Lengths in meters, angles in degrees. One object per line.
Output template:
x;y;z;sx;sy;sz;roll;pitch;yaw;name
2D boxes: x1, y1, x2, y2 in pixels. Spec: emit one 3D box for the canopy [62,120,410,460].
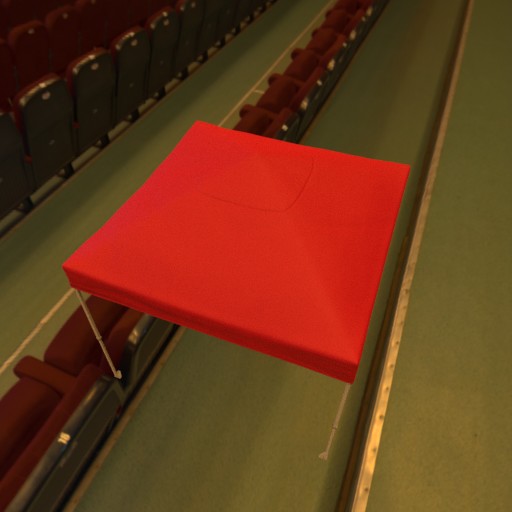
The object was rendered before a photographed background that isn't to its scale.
0.000;0.000;5.492;2.998;2.997;2.996;16;49;15;canopy
